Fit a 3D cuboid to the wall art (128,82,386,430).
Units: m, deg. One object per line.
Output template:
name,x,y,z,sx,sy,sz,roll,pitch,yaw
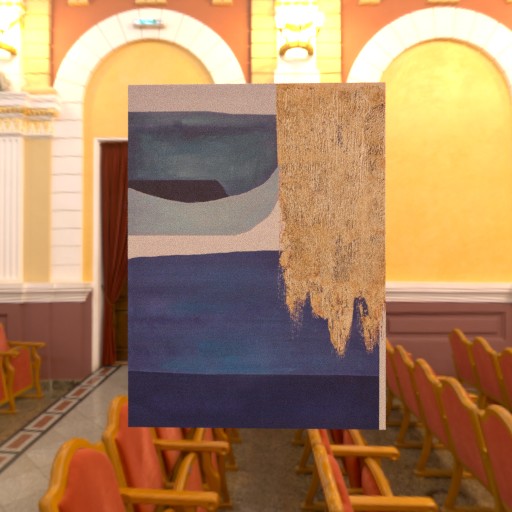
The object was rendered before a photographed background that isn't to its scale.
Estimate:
wall art,0.000,0.000,0.800,0.458,0.613,0.026,0,0,1
